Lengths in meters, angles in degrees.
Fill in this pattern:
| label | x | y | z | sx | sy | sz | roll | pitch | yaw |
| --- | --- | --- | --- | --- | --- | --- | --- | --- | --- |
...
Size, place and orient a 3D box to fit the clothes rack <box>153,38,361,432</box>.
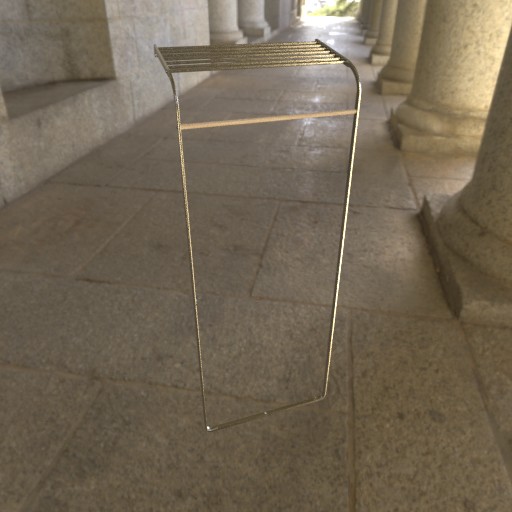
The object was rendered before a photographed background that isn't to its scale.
| label | x | y | z | sx | sy | sz | roll | pitch | yaw |
| --- | --- | --- | --- | --- | --- | --- | --- | --- | --- |
| clothes rack | 0.000 | 0.000 | 1.832 | 0.609 | 1.574 | 0.349 | -10 | 33 | -16 |
